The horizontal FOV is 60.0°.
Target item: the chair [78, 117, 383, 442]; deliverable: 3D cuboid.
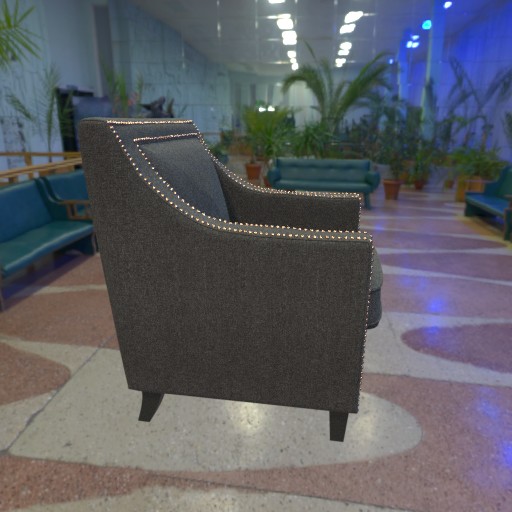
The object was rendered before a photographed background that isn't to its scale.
[{"bbox_3d":[0.000,0.000,1.622,0.884,0.967,0.776,3,17,10],"label":"chair"}]
